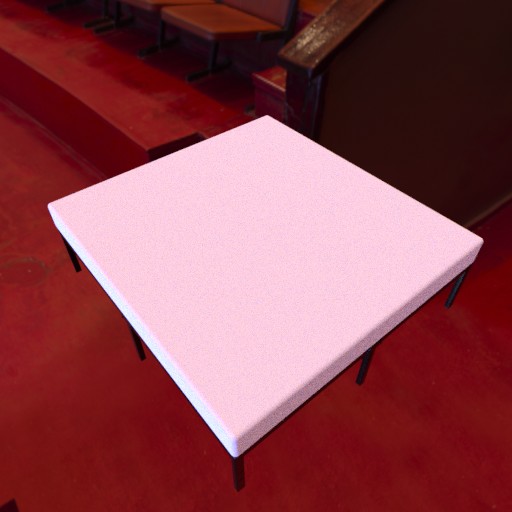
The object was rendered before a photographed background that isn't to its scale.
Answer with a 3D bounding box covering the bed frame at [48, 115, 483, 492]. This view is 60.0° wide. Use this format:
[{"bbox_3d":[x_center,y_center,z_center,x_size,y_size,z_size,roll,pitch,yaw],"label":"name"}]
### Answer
[{"bbox_3d":[0.000,0.000,3.079,1.963,0.659,2.079,-30,52,-27],"label":"bed frame"}]
